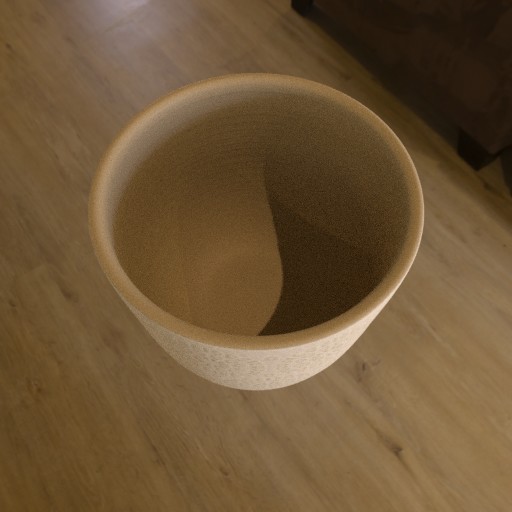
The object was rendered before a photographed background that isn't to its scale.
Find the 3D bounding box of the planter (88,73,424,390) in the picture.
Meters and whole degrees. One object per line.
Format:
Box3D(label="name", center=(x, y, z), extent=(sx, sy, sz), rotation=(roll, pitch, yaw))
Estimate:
Box3D(label="planter", center=(0.000, 0.000, 0.293), extent=(0.170, 0.152, 0.170), rotation=(0, 62, 0))
